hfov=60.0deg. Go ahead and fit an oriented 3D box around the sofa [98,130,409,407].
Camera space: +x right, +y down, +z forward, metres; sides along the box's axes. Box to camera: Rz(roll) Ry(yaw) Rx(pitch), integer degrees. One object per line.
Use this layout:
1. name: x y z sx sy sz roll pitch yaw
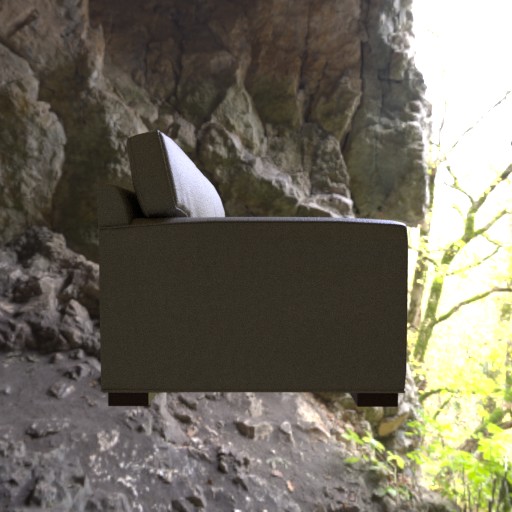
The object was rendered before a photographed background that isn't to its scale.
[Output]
1. sofa: 0.000 0.000 2.058 0.940 0.853 1.484 0 3 0
